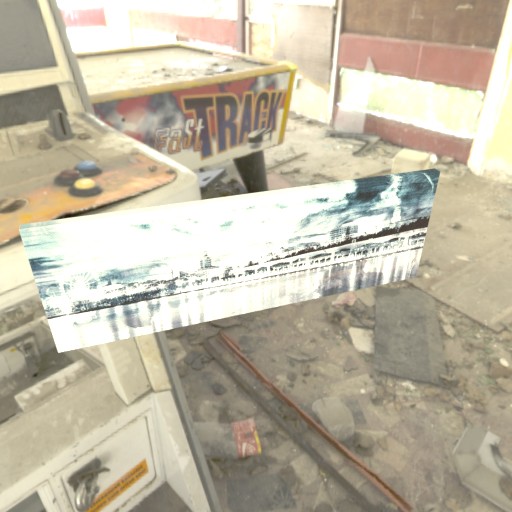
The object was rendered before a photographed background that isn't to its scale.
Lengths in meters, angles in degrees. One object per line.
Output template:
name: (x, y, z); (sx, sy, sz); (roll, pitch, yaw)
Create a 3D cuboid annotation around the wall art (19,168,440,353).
wall art: (0.000, 0.000, 1.693); (1.524, 0.509, 0.037); (-10, 33, -16)
